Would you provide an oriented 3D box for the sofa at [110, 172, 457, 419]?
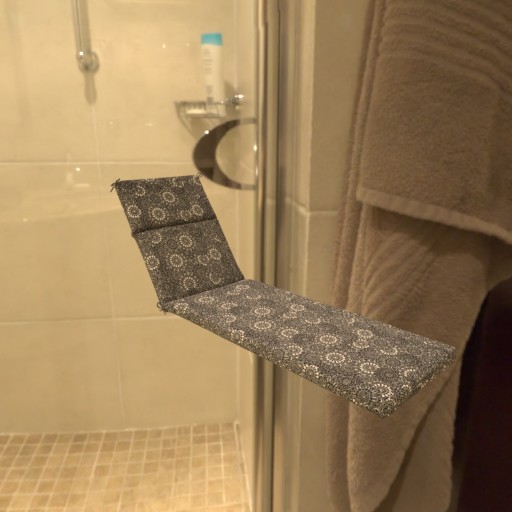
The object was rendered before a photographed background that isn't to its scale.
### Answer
[{"bbox_3d":[0.000,0.000,1.998,0.582,0.622,1.663,-14,21,-42],"label":"sofa"}]
